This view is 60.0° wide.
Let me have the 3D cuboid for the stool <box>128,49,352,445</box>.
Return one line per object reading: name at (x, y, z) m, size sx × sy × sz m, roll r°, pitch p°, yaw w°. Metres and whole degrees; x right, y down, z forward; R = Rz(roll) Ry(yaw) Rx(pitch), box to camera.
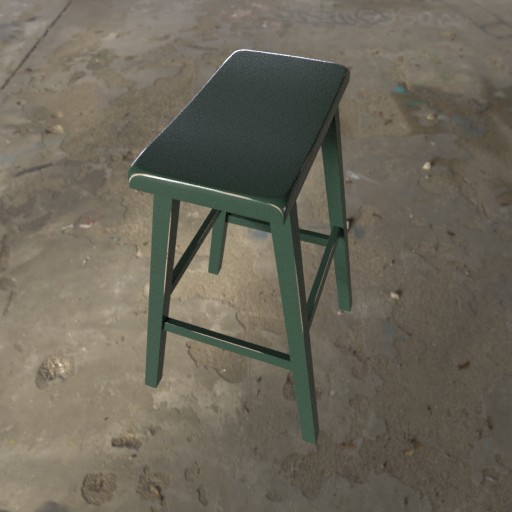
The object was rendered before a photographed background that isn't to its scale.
stool at (0.000, 0.000, 1.021) m, size 0.476 × 0.737 × 0.457 m, roll 15°, pitch 49°, yaw 13°
